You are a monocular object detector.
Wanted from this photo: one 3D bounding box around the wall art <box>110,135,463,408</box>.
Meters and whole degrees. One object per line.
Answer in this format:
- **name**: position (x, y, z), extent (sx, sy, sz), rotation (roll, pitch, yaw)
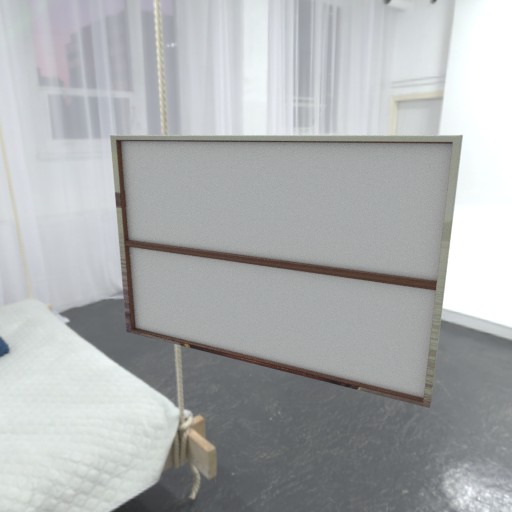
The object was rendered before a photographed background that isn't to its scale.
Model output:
- **wall art**: position (0.000, 0.000, 1.450), extent (1.149, 0.765, 0.040), rotation (8, 17, 26)
